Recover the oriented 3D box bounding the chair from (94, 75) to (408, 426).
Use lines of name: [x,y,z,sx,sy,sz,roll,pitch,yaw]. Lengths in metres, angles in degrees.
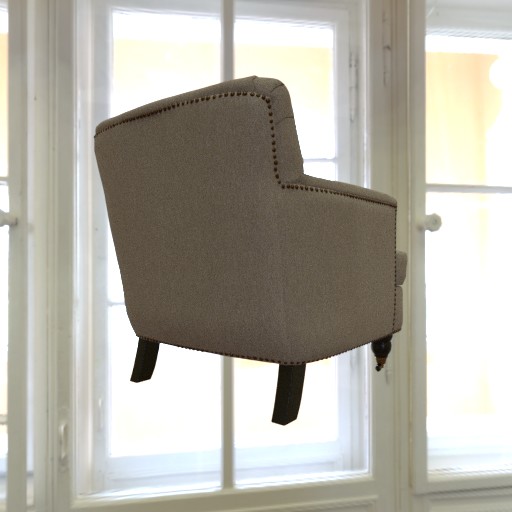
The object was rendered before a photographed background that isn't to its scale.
chair: [0.000,0.000,1.487,0.737,0.823,0.902,0,0,38]
